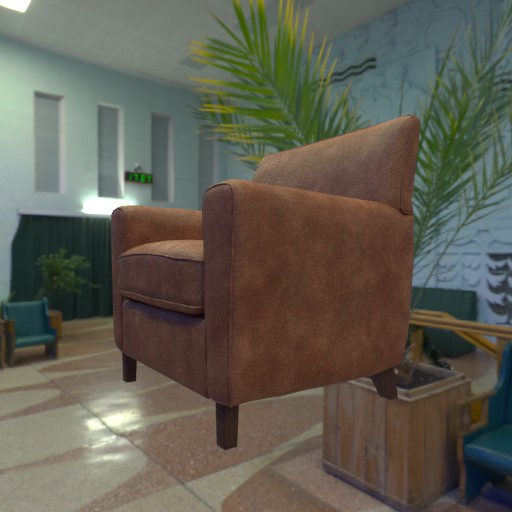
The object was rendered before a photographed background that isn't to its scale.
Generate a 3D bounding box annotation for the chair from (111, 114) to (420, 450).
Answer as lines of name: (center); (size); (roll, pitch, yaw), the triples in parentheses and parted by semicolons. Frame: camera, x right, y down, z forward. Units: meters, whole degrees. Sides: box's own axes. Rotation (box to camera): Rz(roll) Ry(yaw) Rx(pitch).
chair: (0.000, 0.000, 1.579); (0.823, 0.943, 0.870); (0, 1, -36)
